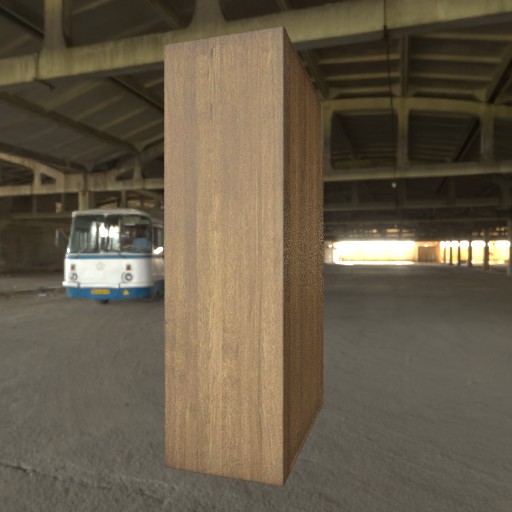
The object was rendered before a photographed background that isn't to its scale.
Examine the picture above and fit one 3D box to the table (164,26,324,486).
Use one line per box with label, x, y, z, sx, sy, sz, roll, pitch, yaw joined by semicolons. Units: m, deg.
table;0.000;0.000;2.536;0.600;2.000;1.100;0;0;18
